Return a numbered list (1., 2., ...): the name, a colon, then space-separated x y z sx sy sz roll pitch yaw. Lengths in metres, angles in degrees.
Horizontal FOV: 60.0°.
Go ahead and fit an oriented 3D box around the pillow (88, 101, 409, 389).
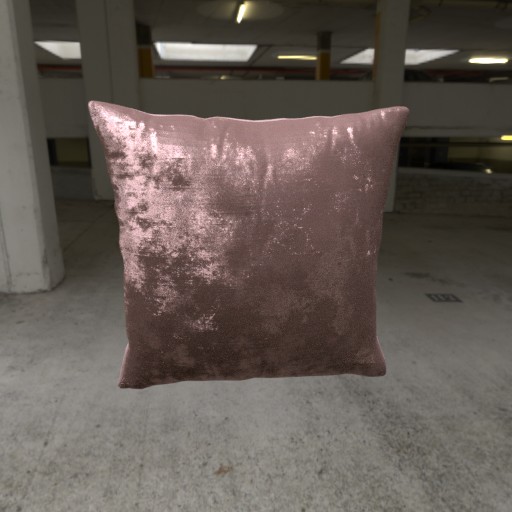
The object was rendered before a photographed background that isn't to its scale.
1. pillow: 0.000 0.000 0.707 0.470 0.464 0.175 -2 16 -7
